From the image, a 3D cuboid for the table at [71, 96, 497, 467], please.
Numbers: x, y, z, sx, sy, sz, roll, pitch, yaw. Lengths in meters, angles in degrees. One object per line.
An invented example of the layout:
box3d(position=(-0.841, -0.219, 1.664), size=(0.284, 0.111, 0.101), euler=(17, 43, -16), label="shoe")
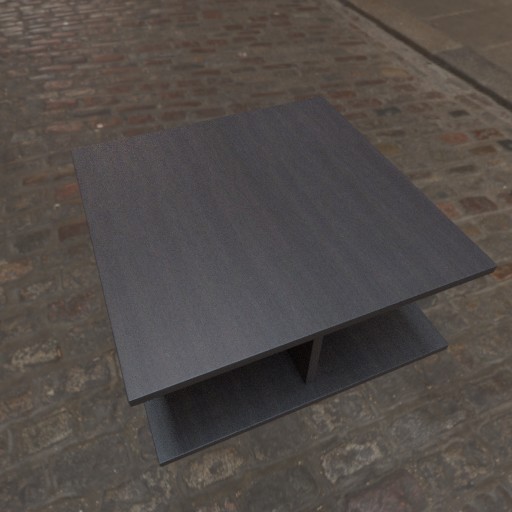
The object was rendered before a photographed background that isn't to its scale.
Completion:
box3d(position=(0.000, 0.000, 1.196), size=(0.762, 0.396, 0.762), euler=(-17, 50, -15), label="table")
